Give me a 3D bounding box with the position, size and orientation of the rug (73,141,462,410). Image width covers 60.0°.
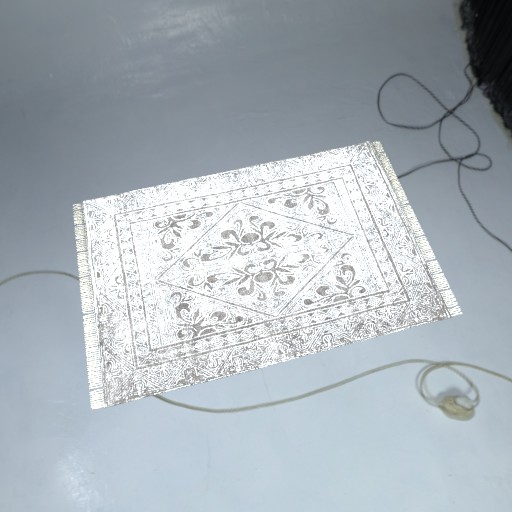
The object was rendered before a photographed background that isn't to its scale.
[{"bbox_3d":[0.000,0.000,3.123,2.440,0.010,1.529,-13,65,-6],"label":"rug"}]
